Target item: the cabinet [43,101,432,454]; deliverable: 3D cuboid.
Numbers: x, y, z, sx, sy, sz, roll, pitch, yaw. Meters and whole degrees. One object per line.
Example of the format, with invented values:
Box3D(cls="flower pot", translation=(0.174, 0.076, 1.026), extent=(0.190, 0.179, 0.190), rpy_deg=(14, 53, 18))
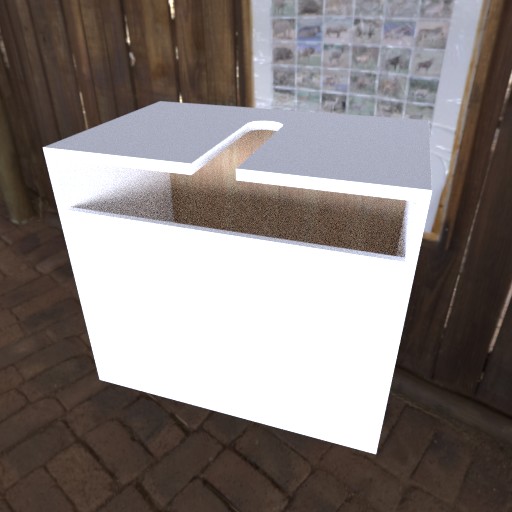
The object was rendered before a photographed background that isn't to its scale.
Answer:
Box3D(cls="cabinet", translation=(0.000, 0.000, 0.936), extent=(0.600, 0.522, 0.400), rpy_deg=(9, 32, 16))
